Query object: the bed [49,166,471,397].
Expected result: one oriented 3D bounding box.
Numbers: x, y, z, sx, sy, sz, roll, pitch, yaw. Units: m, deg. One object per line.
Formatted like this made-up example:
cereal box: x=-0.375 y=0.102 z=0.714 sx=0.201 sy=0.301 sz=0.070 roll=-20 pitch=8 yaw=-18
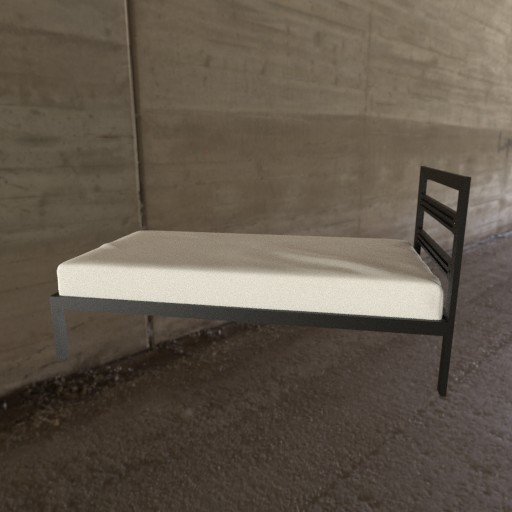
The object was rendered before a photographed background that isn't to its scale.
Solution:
bed: x=0.000 y=0.000 z=2.500 sx=1.930 sy=0.967 sz=0.991 roll=3 pitch=14 yaw=10
